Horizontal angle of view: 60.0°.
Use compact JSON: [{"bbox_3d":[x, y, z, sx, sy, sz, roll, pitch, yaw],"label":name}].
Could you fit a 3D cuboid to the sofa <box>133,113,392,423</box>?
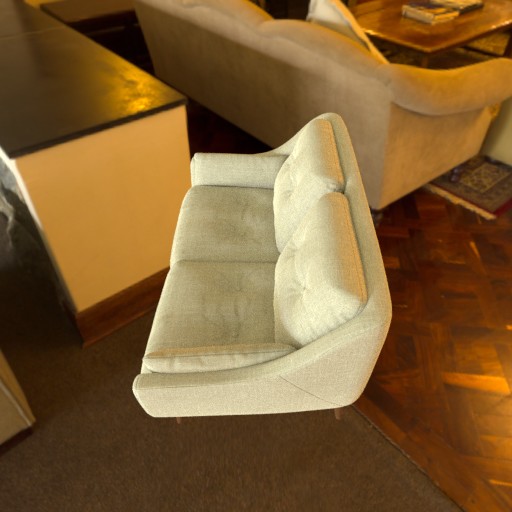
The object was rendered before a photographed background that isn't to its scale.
[{"bbox_3d":[0.000,0.000,2.267,0.965,0.888,1.652,1,43,1],"label":"sofa"}]
